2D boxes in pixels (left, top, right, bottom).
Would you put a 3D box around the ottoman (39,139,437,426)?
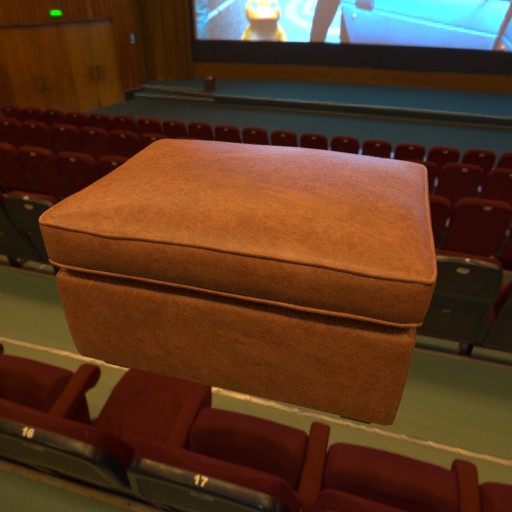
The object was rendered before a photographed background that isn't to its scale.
[{"bbox_3d":[0.000,0.000,1.083,0.756,0.468,0.554,9,33,14],"label":"ottoman"}]
